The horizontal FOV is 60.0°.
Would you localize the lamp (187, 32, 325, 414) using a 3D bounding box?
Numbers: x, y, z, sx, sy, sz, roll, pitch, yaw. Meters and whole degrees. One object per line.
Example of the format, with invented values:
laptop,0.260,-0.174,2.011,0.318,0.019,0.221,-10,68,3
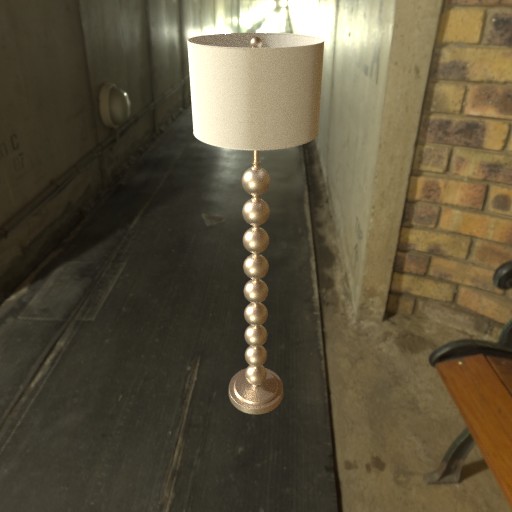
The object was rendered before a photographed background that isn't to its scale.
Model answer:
lamp,0.000,0.000,1.654,0.394,1.474,0.394,-20,37,-29
